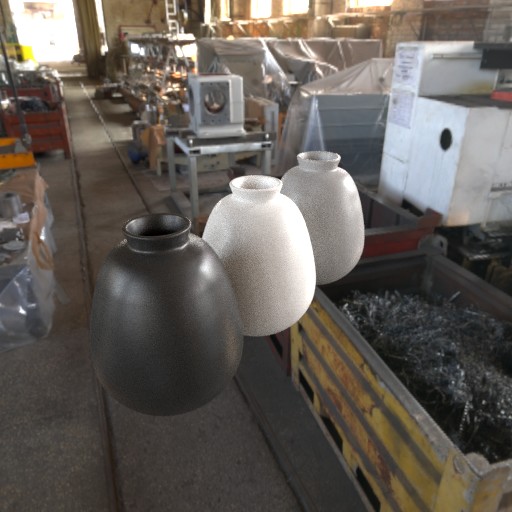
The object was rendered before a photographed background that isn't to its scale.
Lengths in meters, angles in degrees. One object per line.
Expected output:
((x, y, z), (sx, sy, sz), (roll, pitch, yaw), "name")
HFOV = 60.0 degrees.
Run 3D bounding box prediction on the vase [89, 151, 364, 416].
((0.000, 0.000, 0.356), (0.097, 0.122, 0.297), (17, 31, 31), "vase")
